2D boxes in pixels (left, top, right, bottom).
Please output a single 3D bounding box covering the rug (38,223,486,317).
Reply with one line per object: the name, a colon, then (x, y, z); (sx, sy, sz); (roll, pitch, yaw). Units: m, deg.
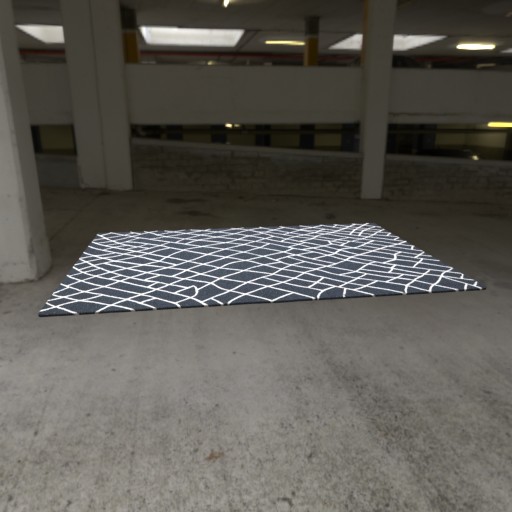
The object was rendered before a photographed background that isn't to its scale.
rug: (0.000, 0.000, 2.346); (1.830, 0.013, 1.223); (-3, 18, -8)
